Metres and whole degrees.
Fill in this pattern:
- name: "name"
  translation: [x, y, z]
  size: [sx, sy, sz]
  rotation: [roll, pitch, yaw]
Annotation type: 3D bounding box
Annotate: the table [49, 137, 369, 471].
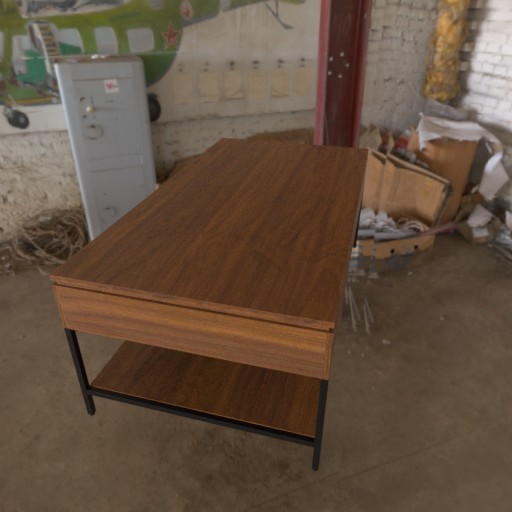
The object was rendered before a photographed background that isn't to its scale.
- name: "table"
  translation: [0.000, 0.000, 1.371]
  size: [0.574, 0.414, 1.057]
  rotation: [8, 31, 13]
